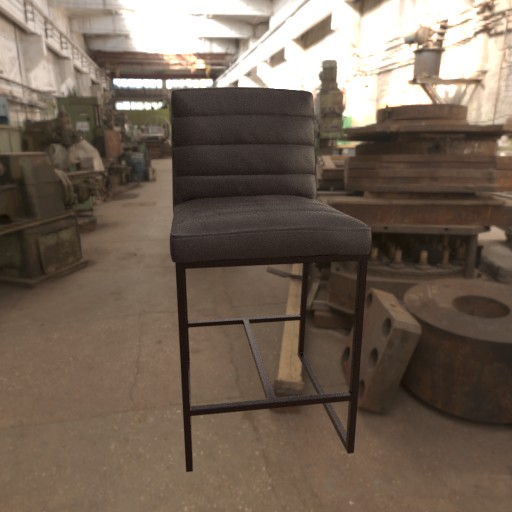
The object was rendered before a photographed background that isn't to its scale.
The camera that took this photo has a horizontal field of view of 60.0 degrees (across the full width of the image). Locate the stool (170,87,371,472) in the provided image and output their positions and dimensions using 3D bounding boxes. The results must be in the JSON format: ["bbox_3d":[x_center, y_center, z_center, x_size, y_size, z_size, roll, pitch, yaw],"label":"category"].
[{"bbox_3d":[0.000,0.000,1.260,0.463,0.946,0.562,-2,16,-9],"label":"stool"}]
